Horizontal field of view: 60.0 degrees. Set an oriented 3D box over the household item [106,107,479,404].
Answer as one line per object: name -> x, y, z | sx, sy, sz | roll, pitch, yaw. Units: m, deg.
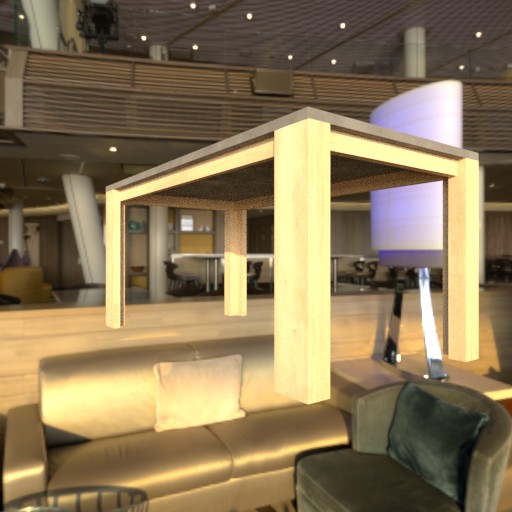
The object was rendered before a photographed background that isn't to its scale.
household item -> 0.000, 0.000, 2.018 | 0.850, 0.755, 1.600 | 0, 0, -36
